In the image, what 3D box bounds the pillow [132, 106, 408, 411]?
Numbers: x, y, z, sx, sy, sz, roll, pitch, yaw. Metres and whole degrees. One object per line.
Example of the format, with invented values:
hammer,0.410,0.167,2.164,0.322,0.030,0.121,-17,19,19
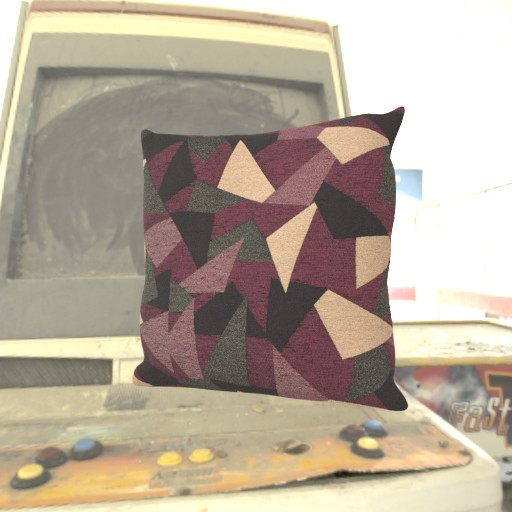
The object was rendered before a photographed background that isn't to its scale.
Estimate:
pillow,0.000,0.000,0.779,0.503,0.496,0.208,0,-1,18
